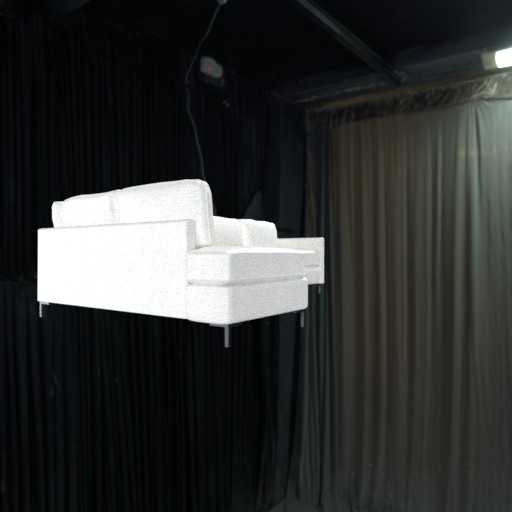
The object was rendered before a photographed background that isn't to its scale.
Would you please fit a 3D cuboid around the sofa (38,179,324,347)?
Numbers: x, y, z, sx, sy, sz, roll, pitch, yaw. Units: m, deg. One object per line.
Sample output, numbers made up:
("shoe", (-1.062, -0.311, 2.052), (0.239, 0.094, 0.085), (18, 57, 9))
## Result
("sofa", (0.000, 0.000, 4.381), (2.048, 0.996, 3.384), (0, 0, 36))
